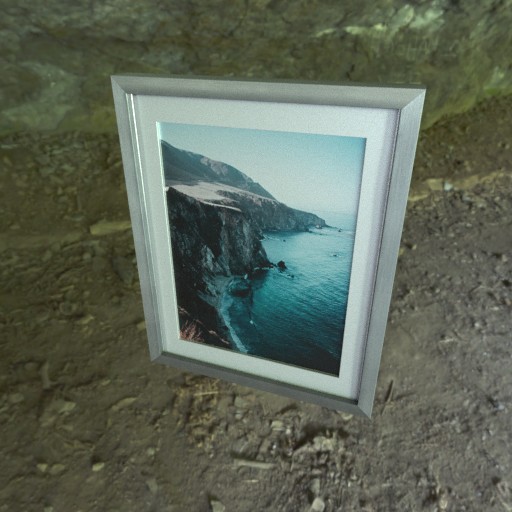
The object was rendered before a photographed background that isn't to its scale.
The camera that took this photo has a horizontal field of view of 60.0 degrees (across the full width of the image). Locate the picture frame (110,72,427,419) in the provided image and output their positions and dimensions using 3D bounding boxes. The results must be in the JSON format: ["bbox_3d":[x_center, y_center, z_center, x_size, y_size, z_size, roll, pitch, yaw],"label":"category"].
[{"bbox_3d":[0.000,0.000,0.746,0.449,0.555,0.046,10,29,18],"label":"picture frame"}]
